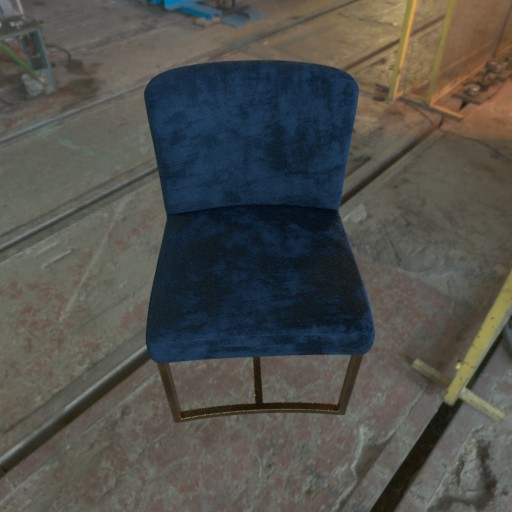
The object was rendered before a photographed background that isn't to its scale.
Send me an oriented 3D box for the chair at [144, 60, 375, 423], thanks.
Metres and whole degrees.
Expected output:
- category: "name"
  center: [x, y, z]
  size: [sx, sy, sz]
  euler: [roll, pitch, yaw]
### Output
- category: "chair"
  center: [0.000, 0.000, 1.175]
  size: [0.530, 0.824, 0.560]
  euler: [-2, 45, -2]
